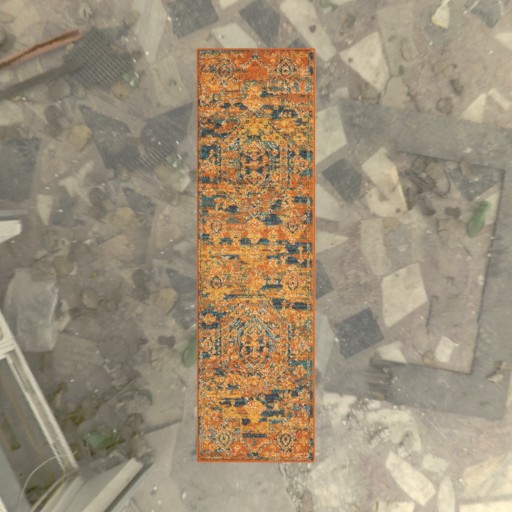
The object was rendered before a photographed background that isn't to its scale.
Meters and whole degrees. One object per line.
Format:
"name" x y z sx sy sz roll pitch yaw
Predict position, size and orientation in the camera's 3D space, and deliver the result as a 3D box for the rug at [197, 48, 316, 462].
"rug" 0.000 0.000 2.432 0.651 0.016 2.274 0 90 0
